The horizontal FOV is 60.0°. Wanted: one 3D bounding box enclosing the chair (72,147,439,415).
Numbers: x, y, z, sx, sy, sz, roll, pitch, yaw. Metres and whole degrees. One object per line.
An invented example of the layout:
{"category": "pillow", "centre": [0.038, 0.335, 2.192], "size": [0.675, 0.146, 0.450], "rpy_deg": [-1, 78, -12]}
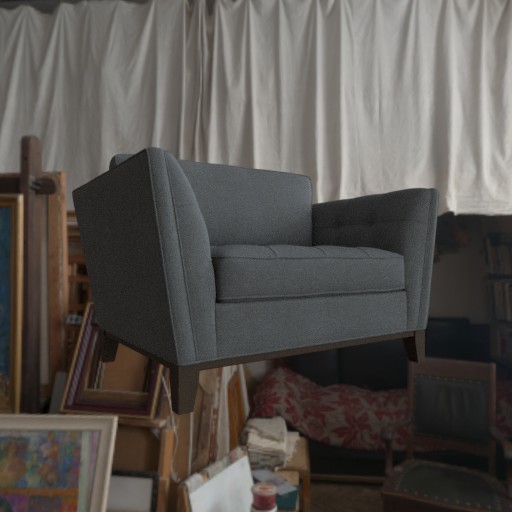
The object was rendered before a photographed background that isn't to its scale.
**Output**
{"category": "chair", "centre": [0.000, 0.000, 2.028], "size": [1.396, 0.942, 0.965], "rpy_deg": [0, 0, -34]}
